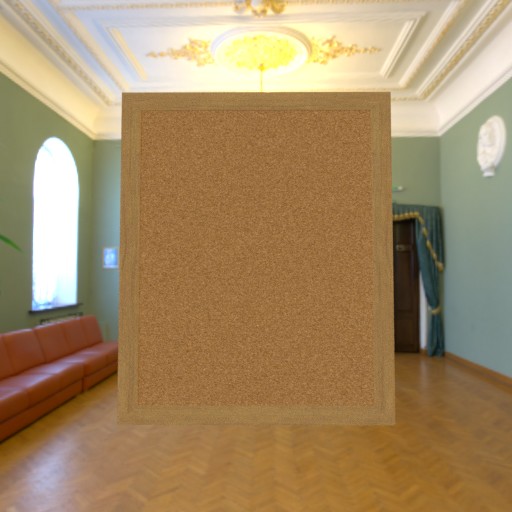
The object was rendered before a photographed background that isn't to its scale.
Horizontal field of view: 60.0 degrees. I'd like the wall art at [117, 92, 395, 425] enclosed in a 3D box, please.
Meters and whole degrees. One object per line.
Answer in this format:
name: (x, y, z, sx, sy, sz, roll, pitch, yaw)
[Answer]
wall art: (0.000, 0.000, 0.756, 0.460, 0.561, 0.020, 0, -3, 0)
